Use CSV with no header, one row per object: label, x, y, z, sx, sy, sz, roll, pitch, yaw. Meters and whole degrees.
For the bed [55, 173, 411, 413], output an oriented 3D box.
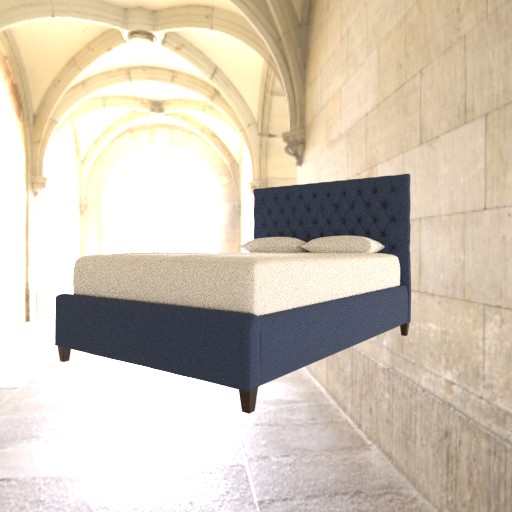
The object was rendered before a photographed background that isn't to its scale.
bed,0.000,0.000,3.479,1.706,1.427,2.387,1,1,36
